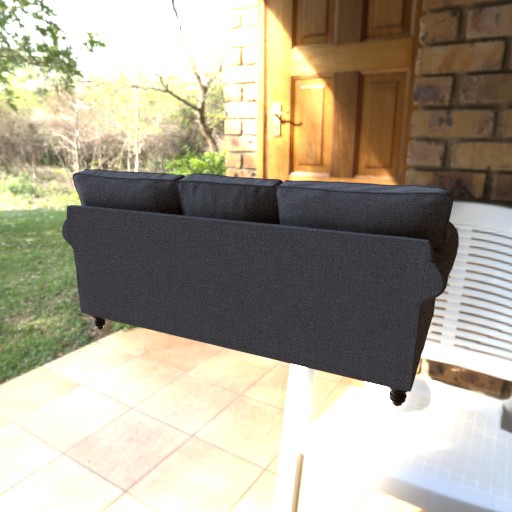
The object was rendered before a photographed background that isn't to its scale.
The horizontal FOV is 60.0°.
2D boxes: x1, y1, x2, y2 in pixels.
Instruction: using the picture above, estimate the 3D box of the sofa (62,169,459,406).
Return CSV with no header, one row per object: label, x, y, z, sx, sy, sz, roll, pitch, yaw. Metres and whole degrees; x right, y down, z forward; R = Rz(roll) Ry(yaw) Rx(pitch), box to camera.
sofa,0.000,0.000,2.540,2.084,0.961,0.916,8,17,25
